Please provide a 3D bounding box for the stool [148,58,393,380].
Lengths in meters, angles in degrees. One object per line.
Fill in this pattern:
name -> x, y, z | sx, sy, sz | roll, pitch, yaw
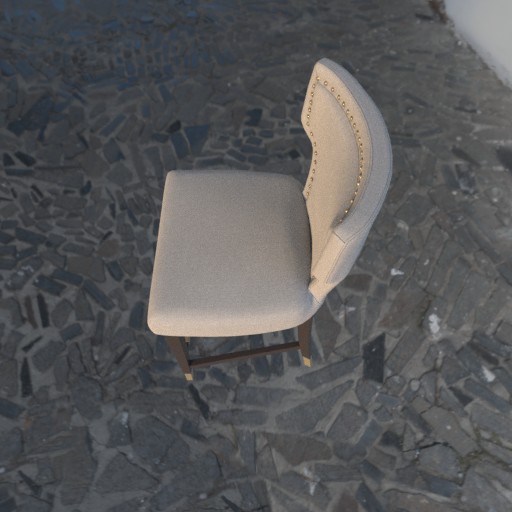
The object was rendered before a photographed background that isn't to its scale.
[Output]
stool -> 0.000, 0.000, 1.334 | 0.563, 0.982, 0.527 | 0, 59, 0
